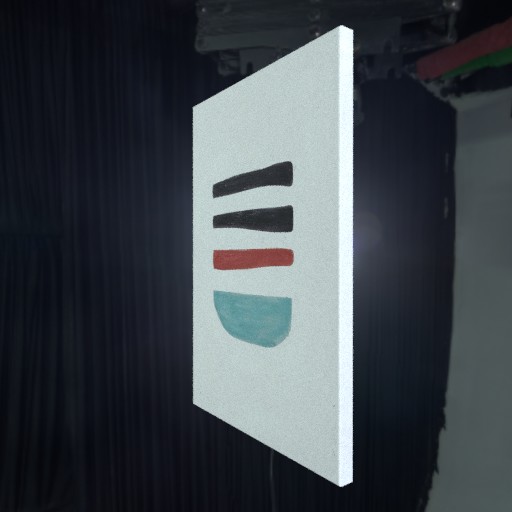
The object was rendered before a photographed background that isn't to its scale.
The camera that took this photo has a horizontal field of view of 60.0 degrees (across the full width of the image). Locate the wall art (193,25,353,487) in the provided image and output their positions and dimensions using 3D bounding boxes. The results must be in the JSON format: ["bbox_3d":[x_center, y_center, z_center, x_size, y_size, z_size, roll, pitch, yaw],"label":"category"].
[{"bbox_3d":[0.000,0.000,1.129,0.038,0.912,0.607,0,0,-36],"label":"wall art"}]
